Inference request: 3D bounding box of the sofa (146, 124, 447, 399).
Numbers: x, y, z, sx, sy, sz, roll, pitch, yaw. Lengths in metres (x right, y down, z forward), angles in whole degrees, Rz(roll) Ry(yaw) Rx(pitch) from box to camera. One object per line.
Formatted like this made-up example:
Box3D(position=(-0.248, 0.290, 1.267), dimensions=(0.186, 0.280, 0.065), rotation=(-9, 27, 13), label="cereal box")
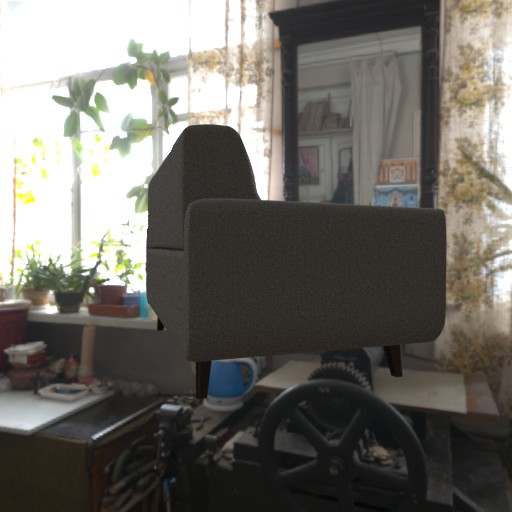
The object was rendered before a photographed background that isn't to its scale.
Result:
Box3D(position=(0.000, 0.000, 2.218), dimensions=(0.952, 0.925, 1.651), rotation=(0, 1, -18), label="sofa")
